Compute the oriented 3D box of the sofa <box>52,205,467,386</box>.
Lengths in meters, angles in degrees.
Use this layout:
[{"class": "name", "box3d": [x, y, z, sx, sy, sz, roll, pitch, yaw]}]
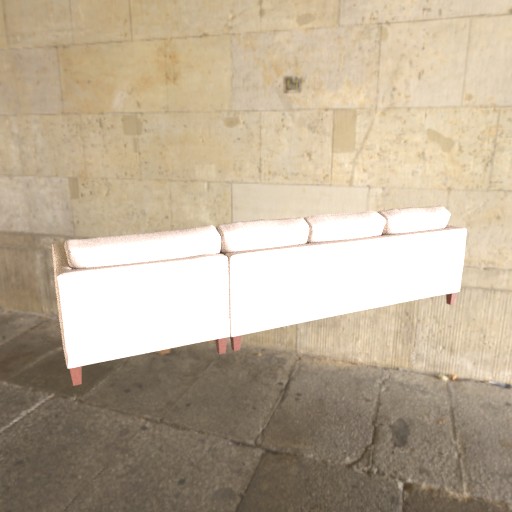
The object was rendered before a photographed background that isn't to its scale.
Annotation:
[{"class": "sofa", "box3d": [0.000, 0.000, 3.828, 3.186, 0.861, 1.625, -7, 16, -25]}]
